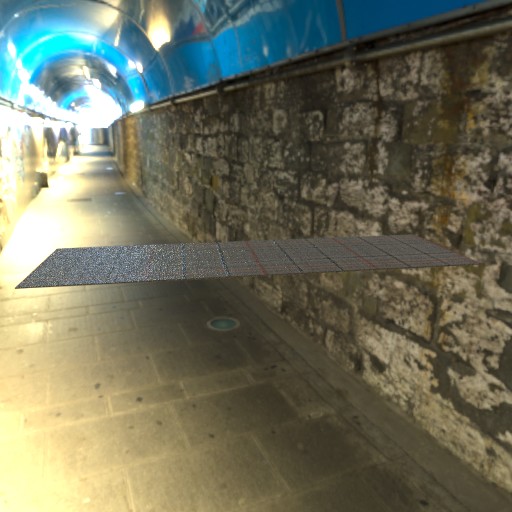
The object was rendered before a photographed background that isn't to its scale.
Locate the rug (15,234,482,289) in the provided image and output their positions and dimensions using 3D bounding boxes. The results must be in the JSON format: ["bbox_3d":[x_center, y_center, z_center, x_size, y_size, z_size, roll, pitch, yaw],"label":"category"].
[{"bbox_3d":[0.000,0.000,2.650,2.439,0.008,0.762,-3,16,-9],"label":"rug"}]
